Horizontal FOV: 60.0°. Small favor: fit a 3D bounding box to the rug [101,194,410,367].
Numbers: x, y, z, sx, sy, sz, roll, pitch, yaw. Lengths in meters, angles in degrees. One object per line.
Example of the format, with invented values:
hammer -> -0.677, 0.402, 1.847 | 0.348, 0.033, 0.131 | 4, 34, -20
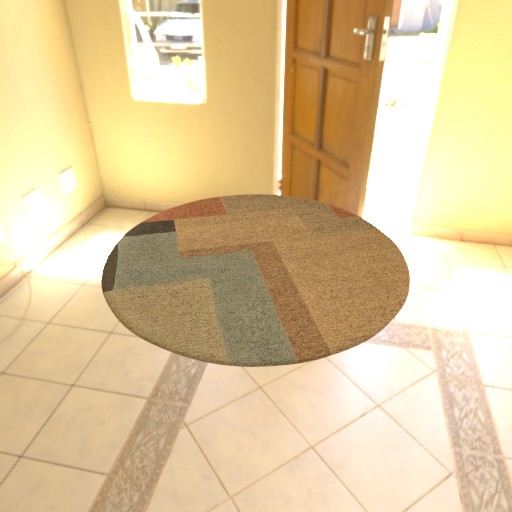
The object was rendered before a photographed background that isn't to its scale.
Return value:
rug -> 0.000, 0.000, 3.680 | 2.461, 0.033, 2.461 | 0, 32, 0
